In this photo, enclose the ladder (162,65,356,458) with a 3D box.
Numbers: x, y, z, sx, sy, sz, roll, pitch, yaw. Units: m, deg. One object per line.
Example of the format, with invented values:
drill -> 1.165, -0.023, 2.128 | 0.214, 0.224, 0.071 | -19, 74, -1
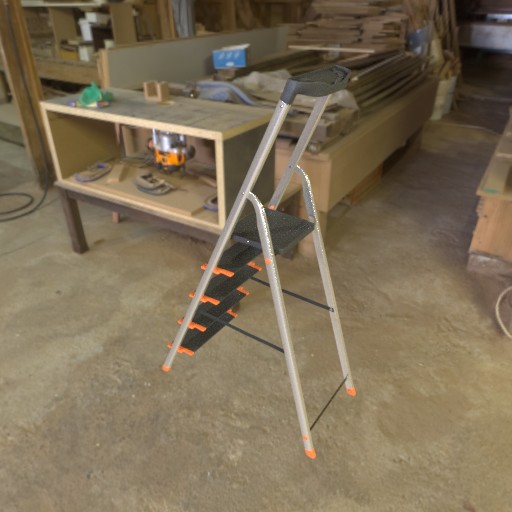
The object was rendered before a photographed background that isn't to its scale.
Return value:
ladder -> 0.000, 0.000, 2.054 | 0.995, 1.646, 0.480 | 20, 37, 29
